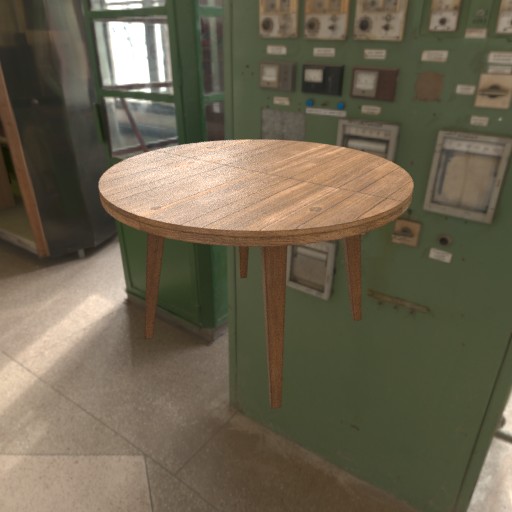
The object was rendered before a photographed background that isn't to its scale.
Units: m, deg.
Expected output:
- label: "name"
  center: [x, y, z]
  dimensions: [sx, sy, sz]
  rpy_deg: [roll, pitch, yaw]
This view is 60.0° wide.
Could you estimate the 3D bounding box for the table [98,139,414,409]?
- label: "table"
  center: [0.000, 0.000, 1.960]
  dimensions: [1.213, 0.764, 1.213]
  rpy_deg: [0, 27, 0]
